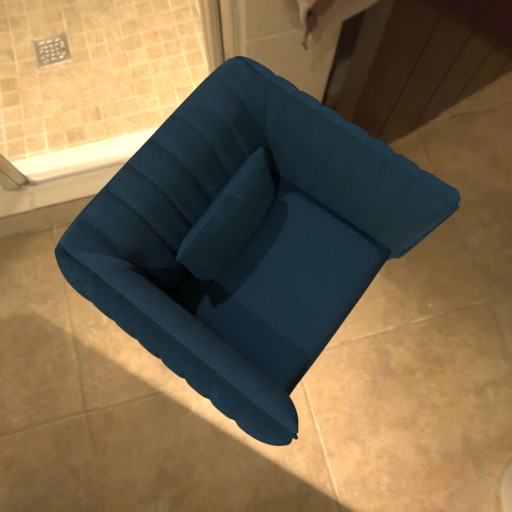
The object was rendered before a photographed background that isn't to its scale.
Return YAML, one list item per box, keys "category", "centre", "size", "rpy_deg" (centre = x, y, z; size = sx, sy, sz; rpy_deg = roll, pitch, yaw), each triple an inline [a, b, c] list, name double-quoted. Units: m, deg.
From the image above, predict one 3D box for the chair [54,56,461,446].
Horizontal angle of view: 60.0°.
- category: "chair"
  centre: [0.000, 0.000, 1.610]
  size: [0.877, 0.793, 0.947]
  rpy_deg: [37, 78, 9]
